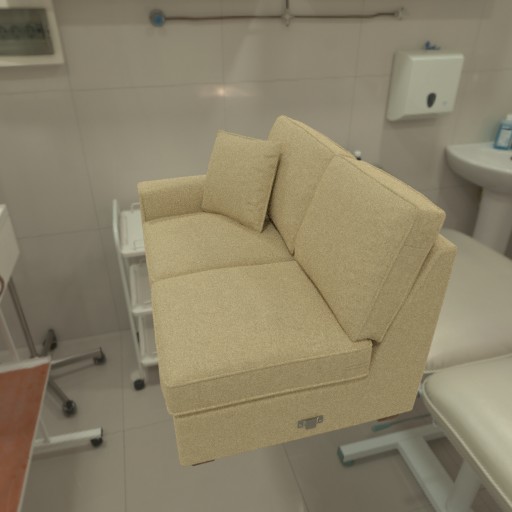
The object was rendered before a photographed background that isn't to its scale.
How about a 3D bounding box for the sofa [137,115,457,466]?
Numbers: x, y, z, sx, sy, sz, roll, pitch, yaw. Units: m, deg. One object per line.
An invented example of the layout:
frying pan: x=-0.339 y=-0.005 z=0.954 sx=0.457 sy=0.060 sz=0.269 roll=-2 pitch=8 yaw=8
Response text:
sofa: x=0.000 y=0.000 z=2.032 sx=0.991 sy=0.989 sz=1.388 roll=-8 pitch=32 yaw=-14
